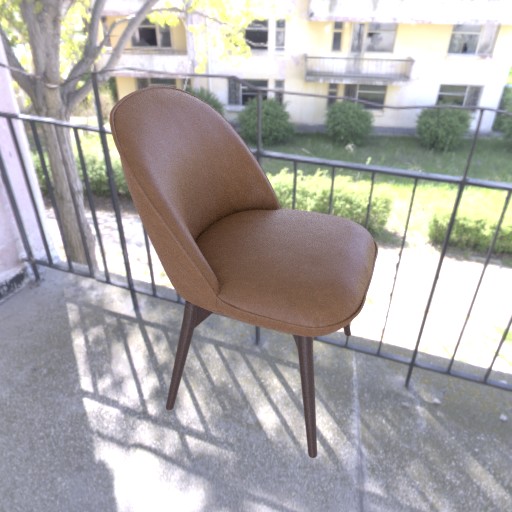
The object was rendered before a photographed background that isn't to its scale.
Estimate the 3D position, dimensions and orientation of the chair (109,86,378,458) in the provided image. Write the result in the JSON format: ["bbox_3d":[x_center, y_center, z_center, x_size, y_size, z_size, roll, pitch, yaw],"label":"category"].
[{"bbox_3d":[0.000,0.000,1.221,0.631,0.831,0.521,11,34,17],"label":"chair"}]
